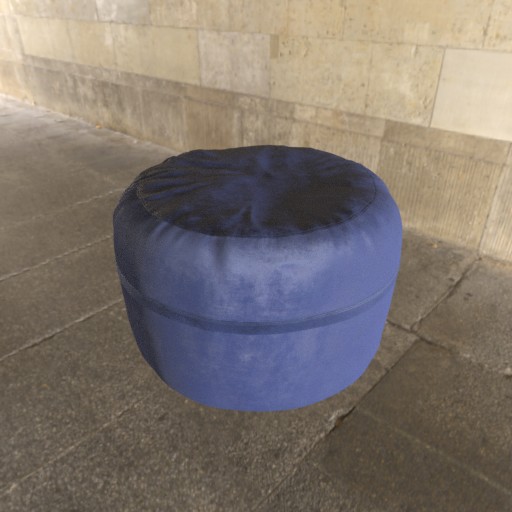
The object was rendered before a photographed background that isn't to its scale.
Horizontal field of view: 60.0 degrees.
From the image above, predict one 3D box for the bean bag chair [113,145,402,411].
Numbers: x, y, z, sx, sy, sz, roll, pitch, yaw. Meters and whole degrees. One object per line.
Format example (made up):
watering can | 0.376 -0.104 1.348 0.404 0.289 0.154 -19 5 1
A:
bean bag chair | 0.000 0.000 1.983 1.219 0.762 1.219 0 31 0
